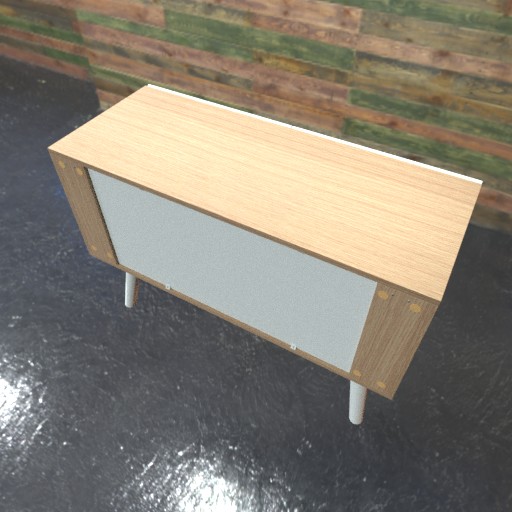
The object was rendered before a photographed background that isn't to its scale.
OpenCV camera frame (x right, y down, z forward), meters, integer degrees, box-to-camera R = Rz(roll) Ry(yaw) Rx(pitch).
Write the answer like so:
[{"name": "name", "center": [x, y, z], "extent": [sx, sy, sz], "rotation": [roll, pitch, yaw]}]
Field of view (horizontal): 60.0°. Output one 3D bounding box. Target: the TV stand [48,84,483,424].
[{"name": "TV stand", "center": [0.000, 0.000, 1.322], "extent": [0.991, 0.660, 0.407], "rotation": [22, 51, 20]}]
